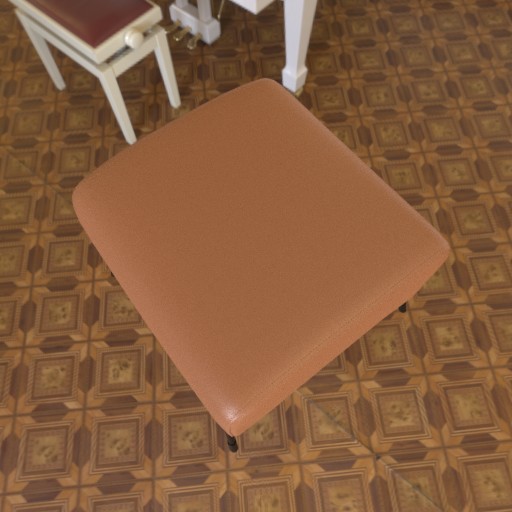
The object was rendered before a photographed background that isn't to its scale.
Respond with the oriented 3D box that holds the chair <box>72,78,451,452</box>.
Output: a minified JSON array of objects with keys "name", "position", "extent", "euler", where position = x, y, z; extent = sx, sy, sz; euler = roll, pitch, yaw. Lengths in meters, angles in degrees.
[{"name":"chair","position":[0.000,0.000,0.920],"extent":[0.530,0.410,0.530],"euler":[-35,69,-15]}]
